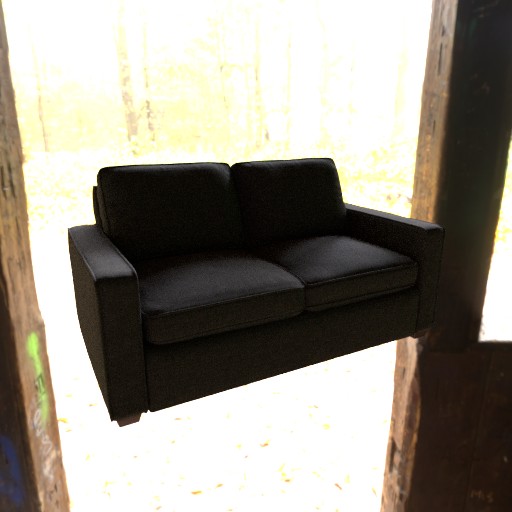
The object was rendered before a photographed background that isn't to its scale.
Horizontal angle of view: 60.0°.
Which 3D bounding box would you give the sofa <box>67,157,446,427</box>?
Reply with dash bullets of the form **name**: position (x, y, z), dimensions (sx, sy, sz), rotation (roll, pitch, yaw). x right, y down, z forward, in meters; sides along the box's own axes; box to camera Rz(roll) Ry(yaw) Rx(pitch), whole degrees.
- **sofa**: position (0.000, 0.000, 2.266), dimensions (1.709, 0.918, 0.947), rotation (-9, 19, -27)
